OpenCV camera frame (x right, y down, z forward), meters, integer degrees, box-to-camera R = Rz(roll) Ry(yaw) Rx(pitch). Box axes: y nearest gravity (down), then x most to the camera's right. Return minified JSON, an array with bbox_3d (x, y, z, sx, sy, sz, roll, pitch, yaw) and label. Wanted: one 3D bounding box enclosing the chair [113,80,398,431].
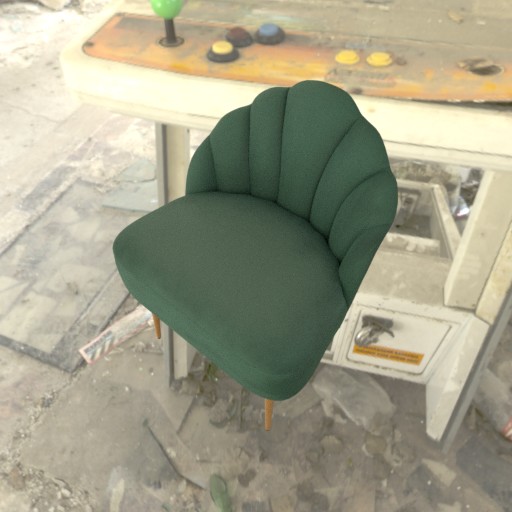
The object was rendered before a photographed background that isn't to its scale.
[{"bbox_3d":[0.000,0.000,1.278,0.657,0.819,0.599,32,55,26],"label":"chair"}]
